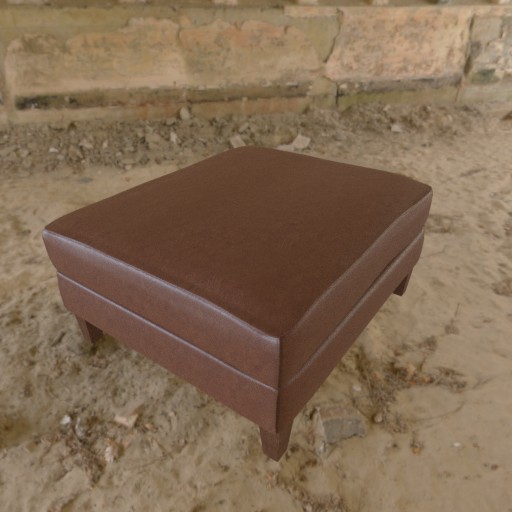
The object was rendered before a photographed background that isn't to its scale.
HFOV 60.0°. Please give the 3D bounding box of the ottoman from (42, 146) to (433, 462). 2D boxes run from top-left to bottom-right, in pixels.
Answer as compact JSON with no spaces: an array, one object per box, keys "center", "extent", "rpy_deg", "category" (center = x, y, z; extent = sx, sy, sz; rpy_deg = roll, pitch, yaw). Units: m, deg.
[{"center":[0.000,0.000,1.468],"extent":[0.836,0.472,0.987],"rpy_deg":[20,36,30],"category":"ottoman"}]
